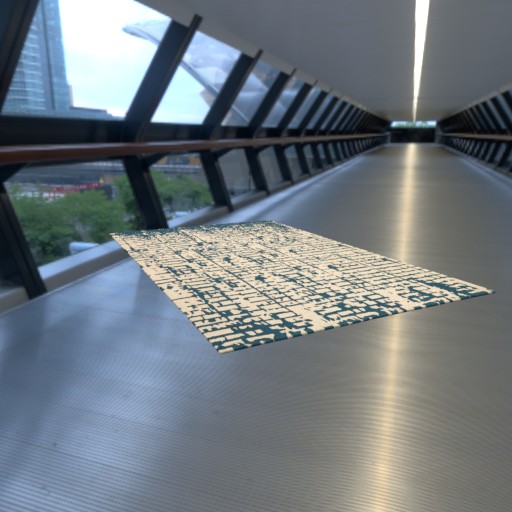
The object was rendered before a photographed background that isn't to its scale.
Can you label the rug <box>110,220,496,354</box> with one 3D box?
[{"bbox_3d":[0.000,0.000,2.982,1.517,0.011,2.435,-7,16,-26],"label":"rug"}]
